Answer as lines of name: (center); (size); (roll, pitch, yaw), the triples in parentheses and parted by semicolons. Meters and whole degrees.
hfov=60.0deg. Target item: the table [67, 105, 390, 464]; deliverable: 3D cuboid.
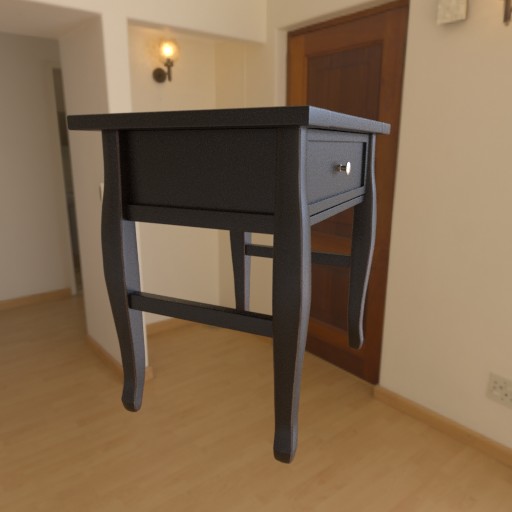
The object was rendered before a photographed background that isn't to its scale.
table: (0.000, 0.000, 1.028); (0.460, 0.604, 0.602); (7, 16, 26)
